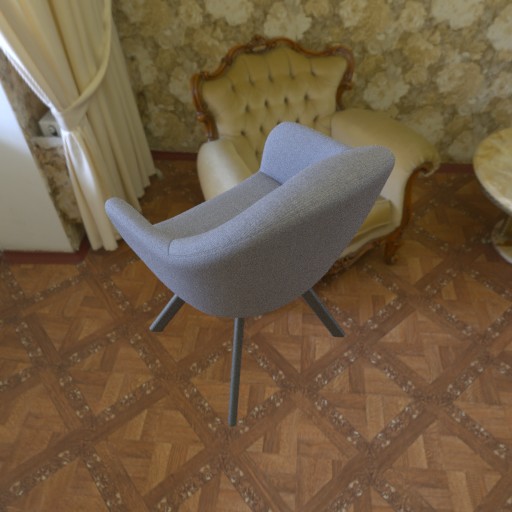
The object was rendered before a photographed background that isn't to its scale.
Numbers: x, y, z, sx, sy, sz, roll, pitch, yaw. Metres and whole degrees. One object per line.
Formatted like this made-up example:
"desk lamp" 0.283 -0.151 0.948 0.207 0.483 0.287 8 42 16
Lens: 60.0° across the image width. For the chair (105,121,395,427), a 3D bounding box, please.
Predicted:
"chair" 0.000 0.000 1.192 0.590 0.795 0.550 -31 53 -27
